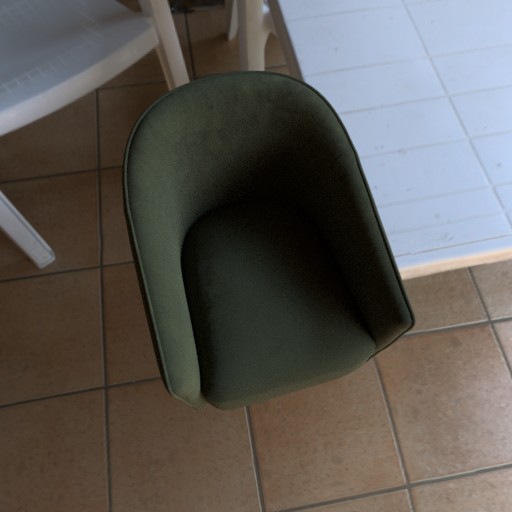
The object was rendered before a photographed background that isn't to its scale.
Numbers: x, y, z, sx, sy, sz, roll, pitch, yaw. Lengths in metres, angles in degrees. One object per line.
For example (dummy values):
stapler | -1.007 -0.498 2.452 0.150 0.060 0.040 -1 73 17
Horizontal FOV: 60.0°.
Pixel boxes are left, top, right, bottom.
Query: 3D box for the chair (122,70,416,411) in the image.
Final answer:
chair | 0.000 0.000 1.504 0.747 0.799 0.875 -14 66 -7
